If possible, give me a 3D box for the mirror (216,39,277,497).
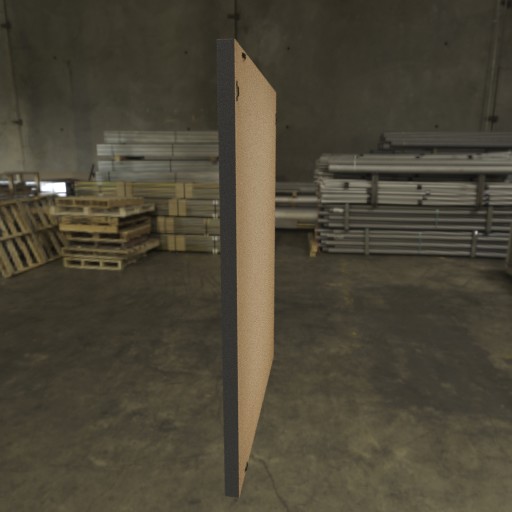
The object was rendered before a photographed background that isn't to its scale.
[{"bbox_3d":[0.000,0.000,1.319,0.040,1.016,0.762,2,13,8],"label":"mirror"}]
